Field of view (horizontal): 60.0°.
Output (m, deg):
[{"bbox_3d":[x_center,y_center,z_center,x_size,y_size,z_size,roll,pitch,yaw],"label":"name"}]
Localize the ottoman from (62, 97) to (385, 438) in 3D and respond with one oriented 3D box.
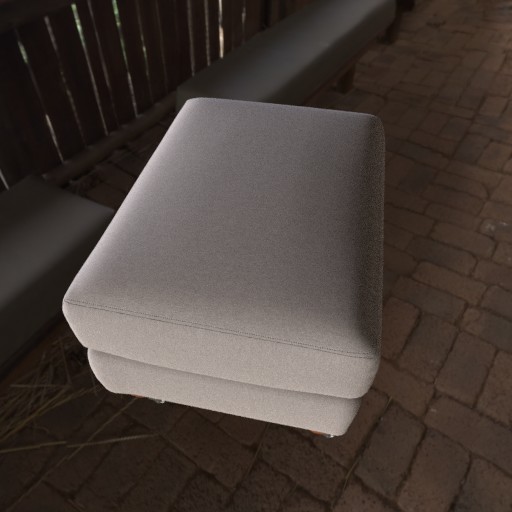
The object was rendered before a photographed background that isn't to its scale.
[{"bbox_3d":[0.000,0.000,1.120,0.574,0.497,0.773,9,48,8],"label":"ottoman"}]
